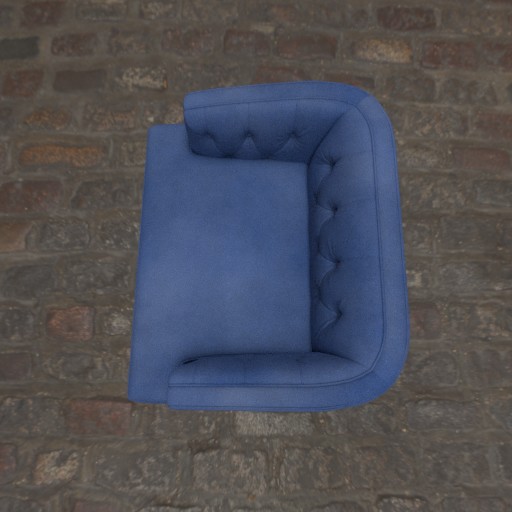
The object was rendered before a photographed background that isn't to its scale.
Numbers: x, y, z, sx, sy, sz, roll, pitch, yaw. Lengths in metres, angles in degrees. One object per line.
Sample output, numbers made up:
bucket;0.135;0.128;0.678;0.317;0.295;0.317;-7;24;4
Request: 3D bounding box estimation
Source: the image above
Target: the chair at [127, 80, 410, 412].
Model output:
chair;0.000;0.000;1.749;0.914;0.787;1.118;0;75;0
